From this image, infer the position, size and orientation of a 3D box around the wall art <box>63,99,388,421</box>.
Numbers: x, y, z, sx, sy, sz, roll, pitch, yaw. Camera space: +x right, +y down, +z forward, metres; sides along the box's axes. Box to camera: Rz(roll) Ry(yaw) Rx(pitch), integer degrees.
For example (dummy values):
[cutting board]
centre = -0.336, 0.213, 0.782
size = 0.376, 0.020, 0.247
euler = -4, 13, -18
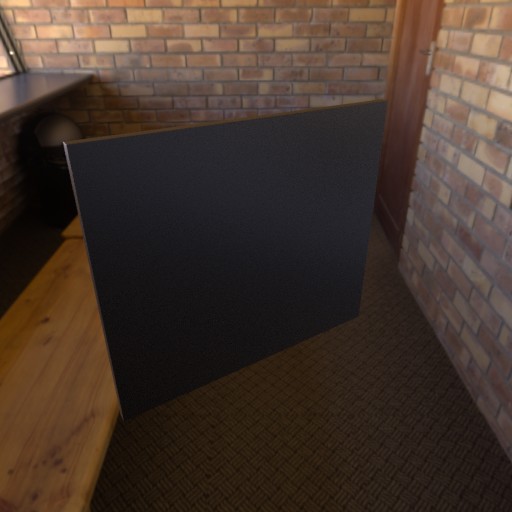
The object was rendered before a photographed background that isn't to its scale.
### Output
[wall art]
centre = 0.000, 0.000, 0.543
size = 0.383, 0.332, 0.012
euler = -17, 33, -28
